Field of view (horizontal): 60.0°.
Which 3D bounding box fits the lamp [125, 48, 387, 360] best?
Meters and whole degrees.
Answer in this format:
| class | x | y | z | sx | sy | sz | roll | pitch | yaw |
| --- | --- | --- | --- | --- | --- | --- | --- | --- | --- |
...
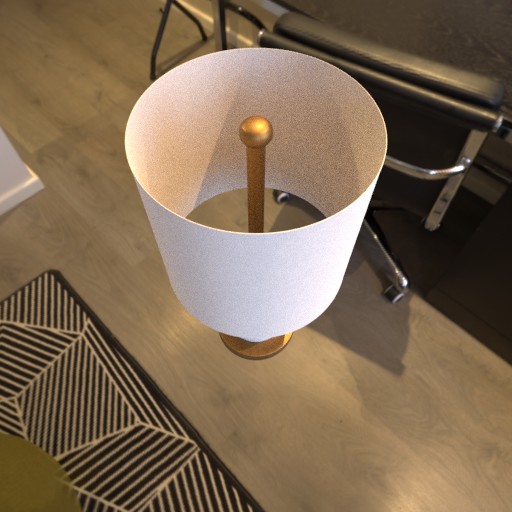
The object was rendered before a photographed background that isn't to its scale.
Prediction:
| class | x | y | z | sx | sy | sz | roll | pitch | yaw |
| --- | --- | --- | --- | --- | --- | --- | --- | --- | --- |
| lamp | 0.000 | 0.000 | 0.529 | 0.210 | 0.410 | 0.210 | 13 | 59 | 8 |
